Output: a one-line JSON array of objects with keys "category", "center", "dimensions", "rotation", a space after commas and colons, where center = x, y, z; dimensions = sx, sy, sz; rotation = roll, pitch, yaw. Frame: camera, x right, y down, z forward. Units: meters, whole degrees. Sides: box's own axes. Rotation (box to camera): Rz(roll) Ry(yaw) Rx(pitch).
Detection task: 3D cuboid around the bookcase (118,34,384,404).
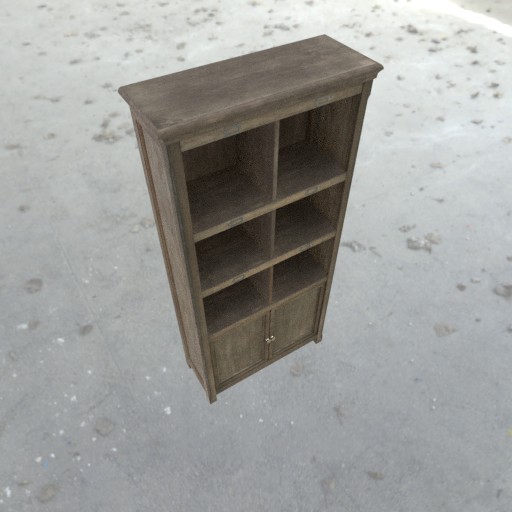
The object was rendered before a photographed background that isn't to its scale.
[{"category": "bookcase", "center": [0.000, 0.000, 2.262], "dimensions": [0.906, 1.880, 0.348], "rotation": [-24, 51, -21]}]
